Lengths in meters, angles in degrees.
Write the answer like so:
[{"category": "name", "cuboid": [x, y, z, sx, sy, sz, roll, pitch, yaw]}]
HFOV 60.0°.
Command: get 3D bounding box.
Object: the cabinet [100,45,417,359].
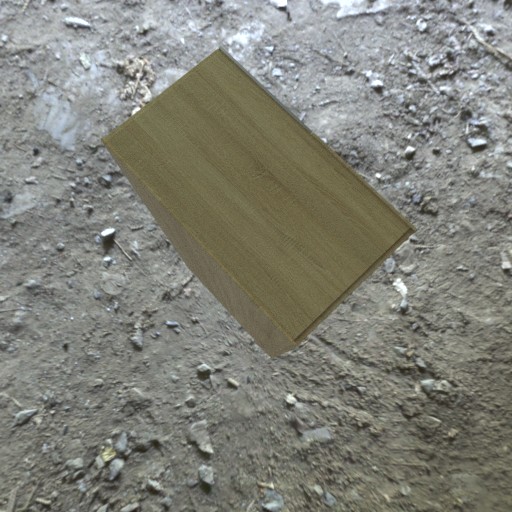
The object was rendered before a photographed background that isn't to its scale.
[{"category": "cabinet", "cuboid": [0.000, 0.000, 2.569, 0.590, 2.121, 1.001, -42, 80, -10]}]
